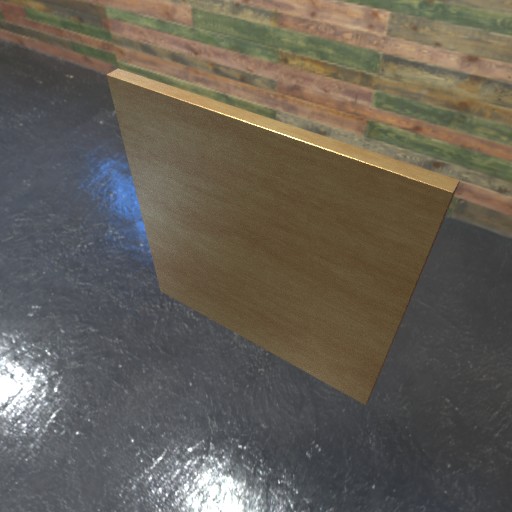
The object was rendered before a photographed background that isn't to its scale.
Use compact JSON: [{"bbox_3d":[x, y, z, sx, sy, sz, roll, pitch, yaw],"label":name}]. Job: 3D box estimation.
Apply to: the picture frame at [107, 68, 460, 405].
[{"bbox_3d":[0.000,0.000,1.121,0.758,0.761,0.037,25,52,22],"label":"picture frame"}]
